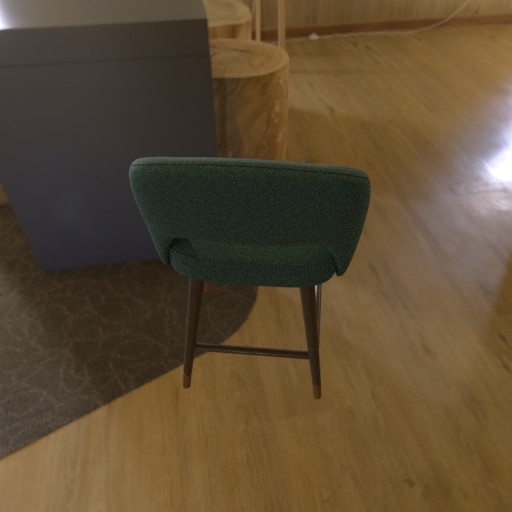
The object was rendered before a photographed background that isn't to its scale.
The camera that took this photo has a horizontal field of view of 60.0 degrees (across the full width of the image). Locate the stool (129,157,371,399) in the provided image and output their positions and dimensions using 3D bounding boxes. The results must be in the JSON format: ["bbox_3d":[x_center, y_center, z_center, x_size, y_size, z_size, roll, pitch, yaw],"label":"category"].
[{"bbox_3d":[0.000,0.000,1.265,0.536,0.939,0.522,4,46,4],"label":"stool"}]
